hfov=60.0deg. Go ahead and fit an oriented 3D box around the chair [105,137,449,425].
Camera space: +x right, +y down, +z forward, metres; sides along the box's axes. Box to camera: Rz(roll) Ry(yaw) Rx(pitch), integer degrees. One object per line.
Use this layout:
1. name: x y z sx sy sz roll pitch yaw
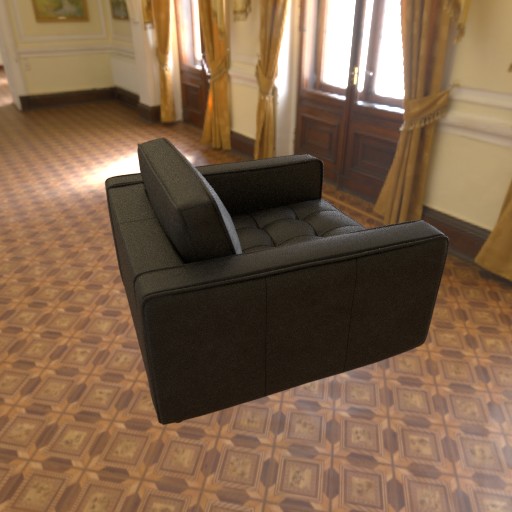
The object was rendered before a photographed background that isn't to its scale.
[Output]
1. chair: 0.000 0.000 1.586 0.914 0.763 0.889 -11 32 -19
